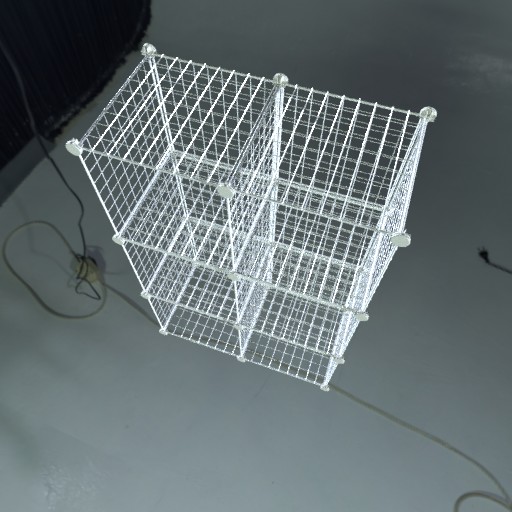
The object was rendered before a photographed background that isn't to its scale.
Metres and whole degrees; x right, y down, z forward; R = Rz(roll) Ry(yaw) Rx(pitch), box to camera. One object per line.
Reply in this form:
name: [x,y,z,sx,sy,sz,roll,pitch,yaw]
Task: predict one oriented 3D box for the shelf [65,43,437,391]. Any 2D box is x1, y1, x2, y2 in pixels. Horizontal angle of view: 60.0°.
shelf: [0.000,0.000,1.388,0.711,1.067,0.356,17,60,10]
